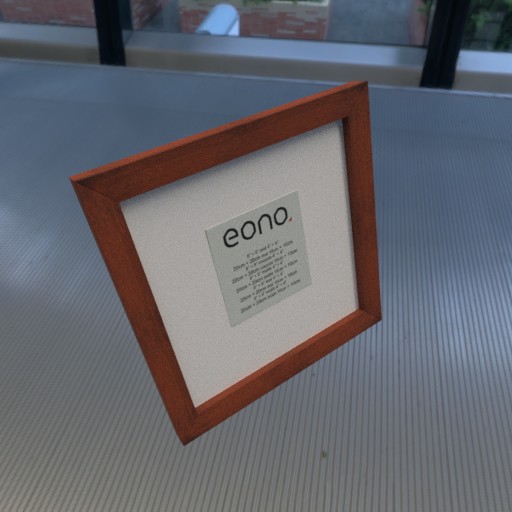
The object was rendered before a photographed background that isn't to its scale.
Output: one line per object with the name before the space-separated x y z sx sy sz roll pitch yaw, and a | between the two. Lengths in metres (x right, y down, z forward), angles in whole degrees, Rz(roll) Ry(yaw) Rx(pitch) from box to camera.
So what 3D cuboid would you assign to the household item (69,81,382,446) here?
household item | 0.000 0.000 0.388 0.240 0.240 0.131 -26 52 -23
